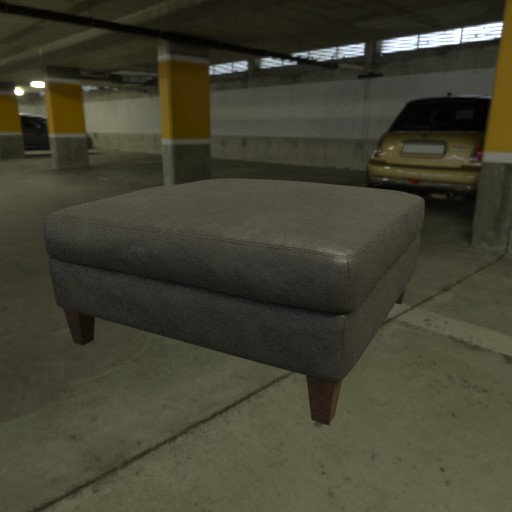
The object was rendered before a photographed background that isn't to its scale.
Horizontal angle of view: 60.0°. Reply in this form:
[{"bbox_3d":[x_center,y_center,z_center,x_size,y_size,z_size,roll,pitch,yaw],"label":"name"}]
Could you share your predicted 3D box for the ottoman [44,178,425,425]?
[{"bbox_3d":[0.000,0.000,1.324,0.836,0.415,0.844,9,18,27],"label":"ottoman"}]
